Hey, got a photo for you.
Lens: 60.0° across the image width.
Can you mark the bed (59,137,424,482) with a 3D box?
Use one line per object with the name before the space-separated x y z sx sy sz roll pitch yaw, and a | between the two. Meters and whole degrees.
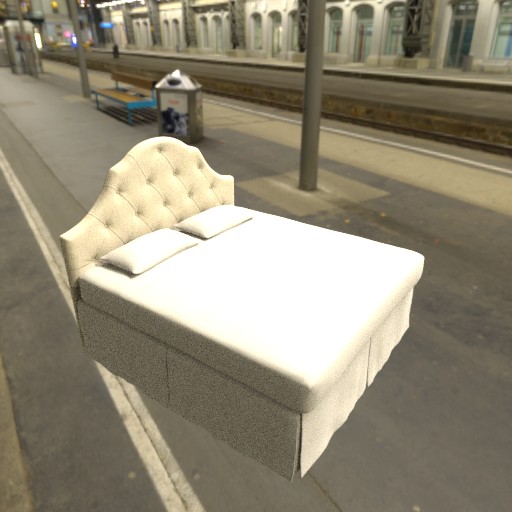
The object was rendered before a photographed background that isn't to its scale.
bed | 0.000 0.000 3.420 2.086 1.555 2.012 18 31 32
